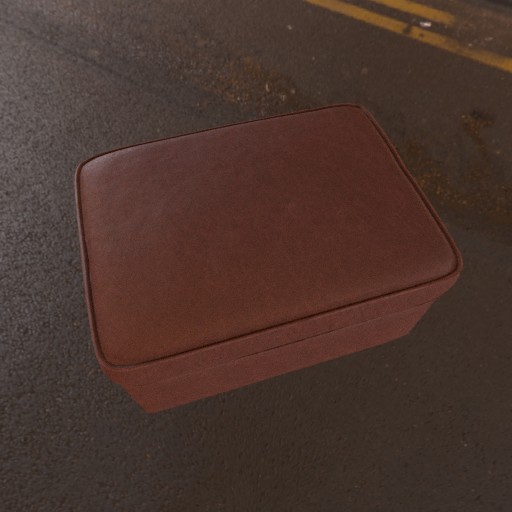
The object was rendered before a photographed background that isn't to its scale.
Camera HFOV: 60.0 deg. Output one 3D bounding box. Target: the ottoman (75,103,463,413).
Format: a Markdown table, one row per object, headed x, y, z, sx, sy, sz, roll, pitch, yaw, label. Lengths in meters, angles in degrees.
| x | y | z | sx | sy | sz | roll | pitch | yaw | label |
| --- | --- | --- | --- | --- | --- | --- | --- | --- | --- |
| 0.000 | 0.000 | 1.108 | 0.749 | 0.449 | 0.548 | -15 | 60 | -9 | ottoman |
